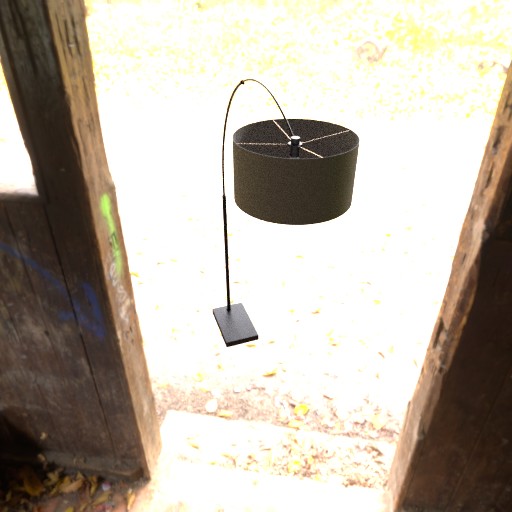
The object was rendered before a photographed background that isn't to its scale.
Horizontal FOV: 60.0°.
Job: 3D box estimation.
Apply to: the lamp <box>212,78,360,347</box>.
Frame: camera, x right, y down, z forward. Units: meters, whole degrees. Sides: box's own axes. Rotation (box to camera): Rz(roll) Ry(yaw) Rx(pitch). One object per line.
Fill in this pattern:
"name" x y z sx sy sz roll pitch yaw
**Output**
"lamp" 0.000 0.000 2.551 0.493 1.927 1.424 -11 35 -16
